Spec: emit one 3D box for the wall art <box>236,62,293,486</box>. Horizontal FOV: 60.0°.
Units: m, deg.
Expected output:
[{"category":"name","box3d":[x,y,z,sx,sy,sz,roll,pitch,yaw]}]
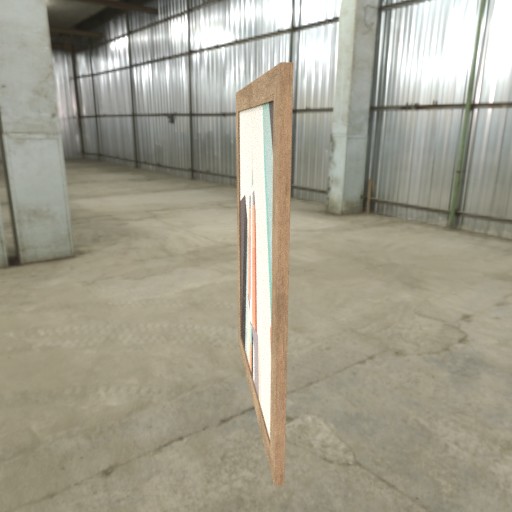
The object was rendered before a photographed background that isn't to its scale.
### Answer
[{"category":"wall art","box3d":[0.000,0.000,0.936,0.018,0.686,0.534,-2,16,-9]}]
